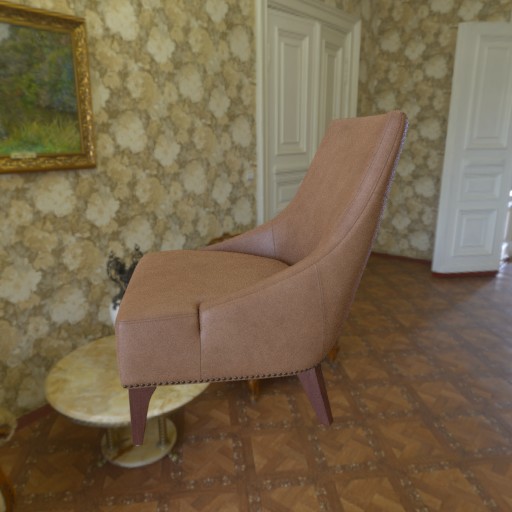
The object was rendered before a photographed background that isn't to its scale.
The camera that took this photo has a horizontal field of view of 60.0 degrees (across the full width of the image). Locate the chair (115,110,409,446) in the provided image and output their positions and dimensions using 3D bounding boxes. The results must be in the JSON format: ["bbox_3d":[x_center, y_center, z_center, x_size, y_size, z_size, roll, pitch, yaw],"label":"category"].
[{"bbox_3d":[0.000,0.000,1.486,0.861,0.909,0.701,-2,15,-8],"label":"chair"}]
